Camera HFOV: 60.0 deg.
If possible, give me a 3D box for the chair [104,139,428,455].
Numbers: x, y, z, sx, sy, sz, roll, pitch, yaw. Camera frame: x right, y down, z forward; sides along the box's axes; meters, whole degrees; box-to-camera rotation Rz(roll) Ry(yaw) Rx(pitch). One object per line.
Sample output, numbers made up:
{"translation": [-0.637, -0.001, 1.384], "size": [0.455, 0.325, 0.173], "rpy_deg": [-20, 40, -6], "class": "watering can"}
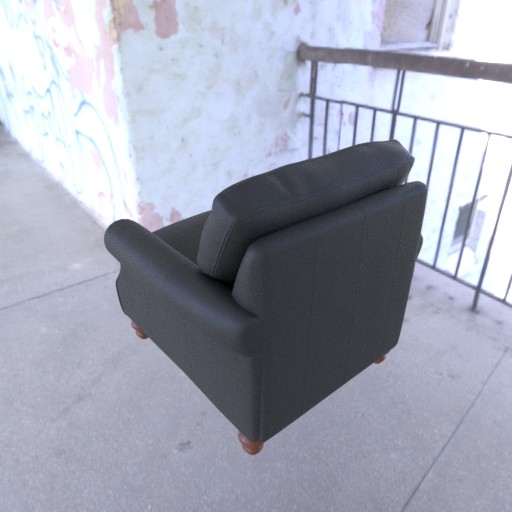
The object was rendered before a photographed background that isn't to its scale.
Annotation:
{"translation": [0.000, 0.000, 1.792], "size": [1.015, 0.960, 1.027], "rpy_deg": [-19, 35, -30], "class": "chair"}
